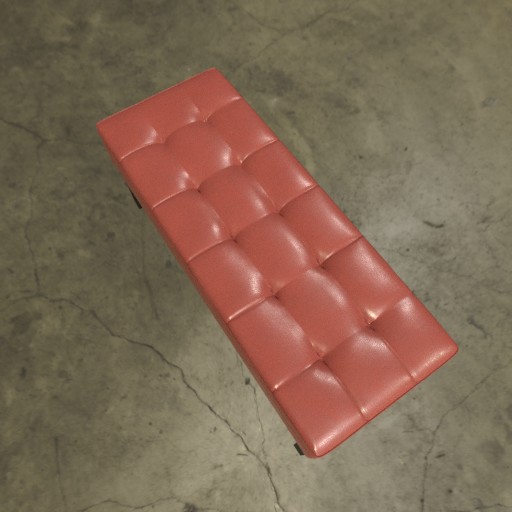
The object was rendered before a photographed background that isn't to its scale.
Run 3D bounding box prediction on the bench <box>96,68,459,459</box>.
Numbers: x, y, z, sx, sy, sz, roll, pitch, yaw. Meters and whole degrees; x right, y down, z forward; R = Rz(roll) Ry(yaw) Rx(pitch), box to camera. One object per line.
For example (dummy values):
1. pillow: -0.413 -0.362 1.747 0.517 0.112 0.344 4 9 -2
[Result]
1. bench: 0.000 0.000 1.366 0.432 0.460 1.105 -31 69 -14
